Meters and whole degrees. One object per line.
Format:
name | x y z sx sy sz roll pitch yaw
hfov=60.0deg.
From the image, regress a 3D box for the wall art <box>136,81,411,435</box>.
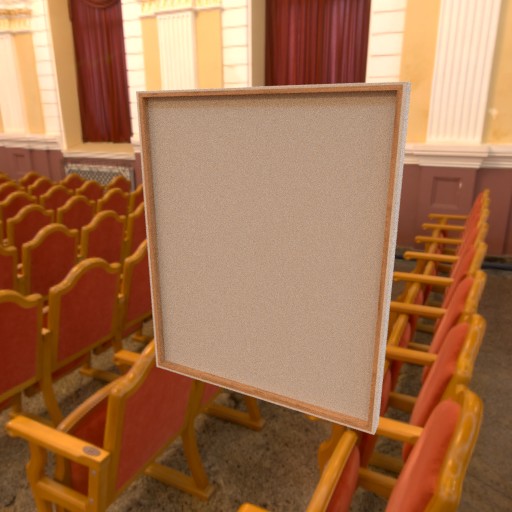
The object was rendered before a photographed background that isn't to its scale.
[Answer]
wall art | 0.000 0.000 0.851 0.508 0.606 0.037 9 19 26
